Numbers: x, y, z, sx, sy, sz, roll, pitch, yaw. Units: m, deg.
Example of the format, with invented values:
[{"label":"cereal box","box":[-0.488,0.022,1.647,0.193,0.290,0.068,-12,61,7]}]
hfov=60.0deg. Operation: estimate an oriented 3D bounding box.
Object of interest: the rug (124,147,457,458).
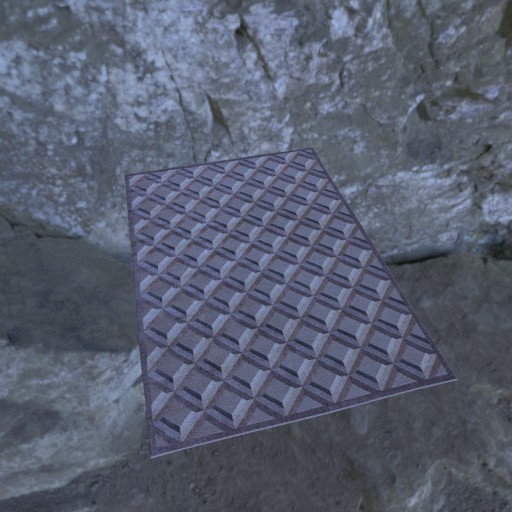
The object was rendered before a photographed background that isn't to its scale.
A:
[{"label":"rug","box":[0.000,0.000,2.937,1.600,0.013,2.260,-11,47,-10]}]
